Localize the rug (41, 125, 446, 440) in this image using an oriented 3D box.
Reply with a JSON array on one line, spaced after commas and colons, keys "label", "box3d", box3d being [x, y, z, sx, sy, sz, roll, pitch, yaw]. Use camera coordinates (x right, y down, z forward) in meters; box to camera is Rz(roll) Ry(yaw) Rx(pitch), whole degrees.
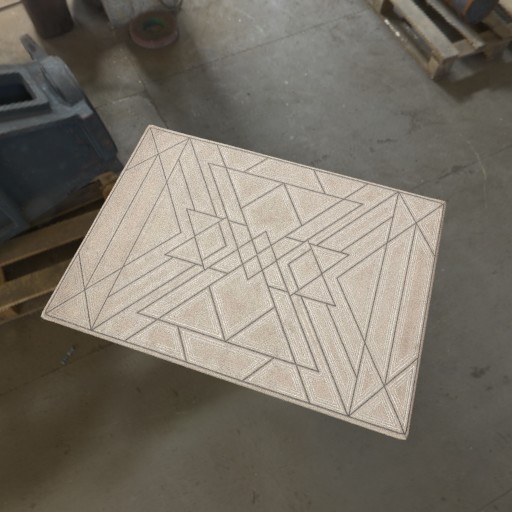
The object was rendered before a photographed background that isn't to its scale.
[{"label": "rug", "box3d": [0.000, 0.000, 4.345, 3.381, 0.026, 2.436, 16, 65, 8]}]
